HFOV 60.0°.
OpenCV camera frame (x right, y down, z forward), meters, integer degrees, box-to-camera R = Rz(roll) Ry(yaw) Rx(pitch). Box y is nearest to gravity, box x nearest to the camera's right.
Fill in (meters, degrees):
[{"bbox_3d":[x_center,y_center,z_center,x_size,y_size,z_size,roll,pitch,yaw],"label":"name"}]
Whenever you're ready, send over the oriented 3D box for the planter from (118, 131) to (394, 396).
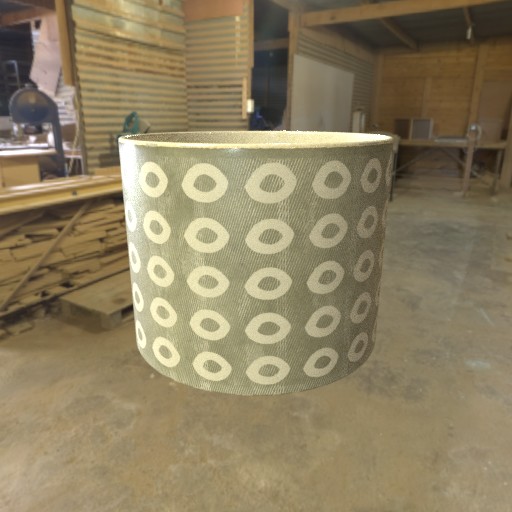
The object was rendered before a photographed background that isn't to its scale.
[{"bbox_3d":[0.000,0.000,0.456,0.250,0.239,0.250,0,18,0],"label":"planter"}]
